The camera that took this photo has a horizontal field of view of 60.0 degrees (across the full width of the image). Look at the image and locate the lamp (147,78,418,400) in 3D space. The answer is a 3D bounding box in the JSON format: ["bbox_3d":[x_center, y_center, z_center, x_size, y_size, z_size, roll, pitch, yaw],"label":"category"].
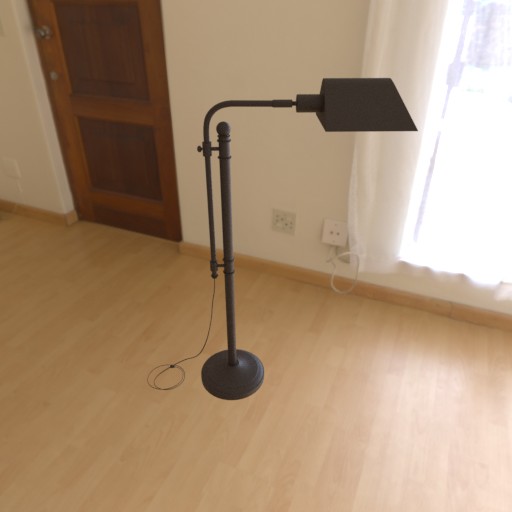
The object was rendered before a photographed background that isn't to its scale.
[{"bbox_3d":[0.000,0.000,0.940,0.545,0.708,0.159,-1,31,-1],"label":"lamp"}]
